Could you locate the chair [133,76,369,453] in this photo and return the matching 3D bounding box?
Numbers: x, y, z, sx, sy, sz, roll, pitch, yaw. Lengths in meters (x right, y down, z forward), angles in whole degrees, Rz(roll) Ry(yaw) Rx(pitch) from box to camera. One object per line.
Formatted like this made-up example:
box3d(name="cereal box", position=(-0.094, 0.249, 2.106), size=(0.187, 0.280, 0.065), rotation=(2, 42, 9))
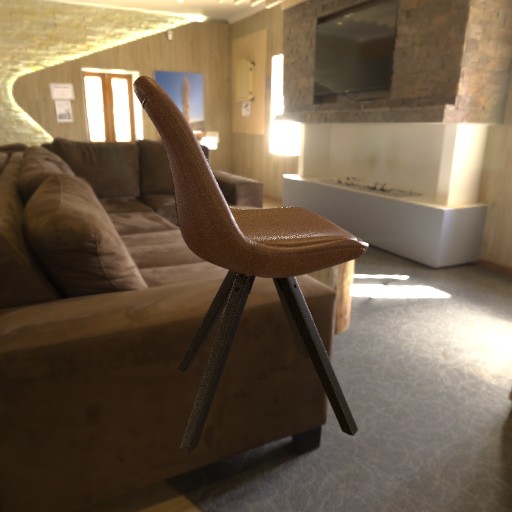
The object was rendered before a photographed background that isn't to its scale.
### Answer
box3d(name="chair", position=(0.000, 0.000, 1.164), size=(0.550, 0.850, 0.475), rotation=(-3, 17, -10))
